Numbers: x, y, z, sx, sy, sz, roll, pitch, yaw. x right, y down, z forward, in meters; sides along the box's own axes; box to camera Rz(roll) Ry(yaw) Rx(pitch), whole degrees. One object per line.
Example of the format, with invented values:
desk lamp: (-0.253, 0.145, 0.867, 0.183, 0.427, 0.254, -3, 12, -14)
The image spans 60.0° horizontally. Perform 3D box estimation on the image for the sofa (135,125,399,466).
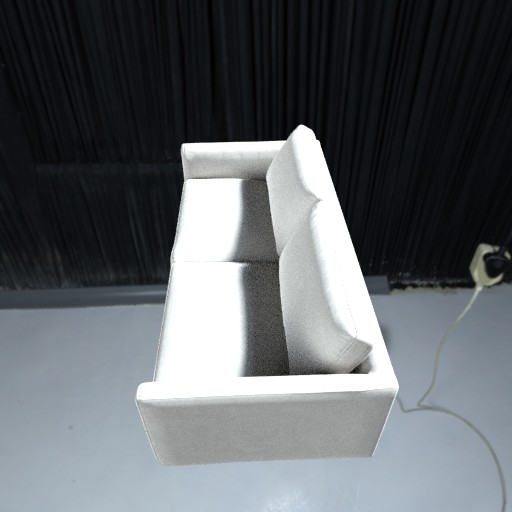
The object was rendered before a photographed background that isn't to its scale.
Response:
sofa: (0.000, 0.000, 2.773, 1.090, 0.838, 2.588, -2, 41, -2)
